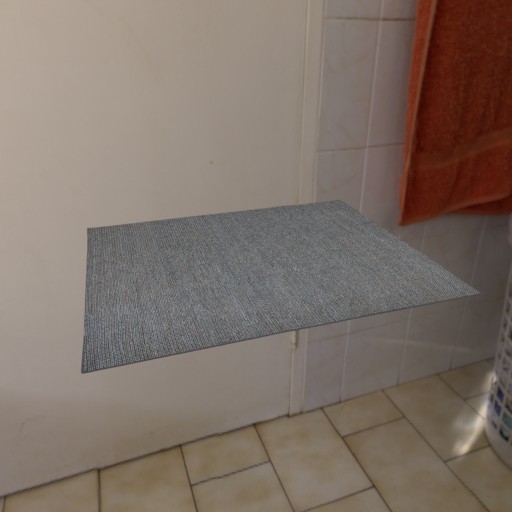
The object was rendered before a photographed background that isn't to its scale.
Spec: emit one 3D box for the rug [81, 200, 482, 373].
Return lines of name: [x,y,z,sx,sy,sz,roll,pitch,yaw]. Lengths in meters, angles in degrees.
rug: [0.000,0.000,4.202,3.068,0.021,2.456,-8,27,-16]
